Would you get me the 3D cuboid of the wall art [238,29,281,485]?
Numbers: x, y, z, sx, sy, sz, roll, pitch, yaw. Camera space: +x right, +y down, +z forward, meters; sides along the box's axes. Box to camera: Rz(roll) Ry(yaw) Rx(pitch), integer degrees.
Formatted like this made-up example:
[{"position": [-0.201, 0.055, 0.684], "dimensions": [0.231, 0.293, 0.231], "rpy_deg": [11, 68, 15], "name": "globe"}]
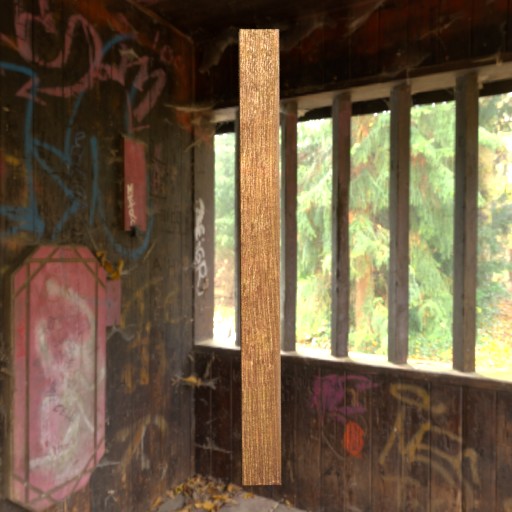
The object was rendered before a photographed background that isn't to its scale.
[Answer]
[{"position": [0.000, 0.000, 0.594], "dimensions": [0.039, 0.403, 0.406], "rpy_deg": [0, 1, -1], "name": "wall art"}]
